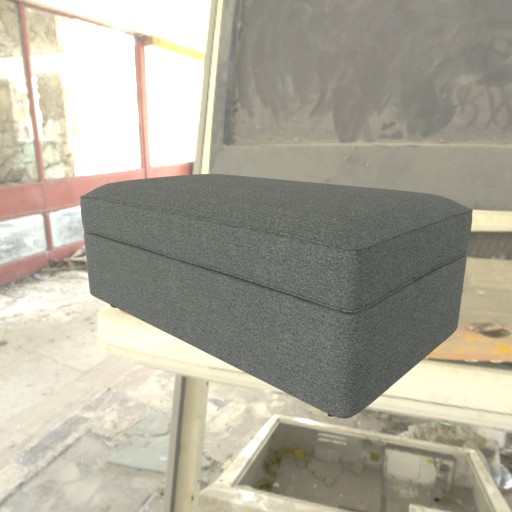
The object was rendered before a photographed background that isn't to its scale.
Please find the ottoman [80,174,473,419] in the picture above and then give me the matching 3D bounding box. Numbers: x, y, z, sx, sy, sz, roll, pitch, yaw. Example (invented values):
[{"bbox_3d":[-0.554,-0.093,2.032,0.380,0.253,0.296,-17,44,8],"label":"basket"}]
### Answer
[{"bbox_3d":[0.000,0.000,1.513,1.173,0.494,0.681,14,21,41],"label":"ottoman"}]
